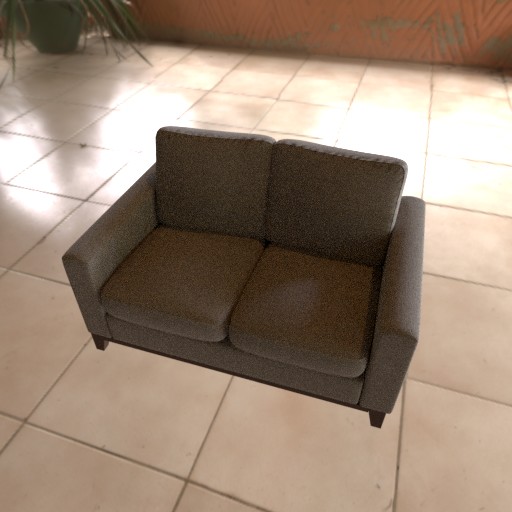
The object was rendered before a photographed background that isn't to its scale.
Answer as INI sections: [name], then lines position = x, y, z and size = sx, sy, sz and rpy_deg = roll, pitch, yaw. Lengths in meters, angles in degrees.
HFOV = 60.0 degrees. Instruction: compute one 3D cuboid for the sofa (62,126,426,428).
[sofa]
position = 0.000, 0.000, 2.046
size = 1.420, 0.873, 0.917
rpy_deg = 12, 42, 13
